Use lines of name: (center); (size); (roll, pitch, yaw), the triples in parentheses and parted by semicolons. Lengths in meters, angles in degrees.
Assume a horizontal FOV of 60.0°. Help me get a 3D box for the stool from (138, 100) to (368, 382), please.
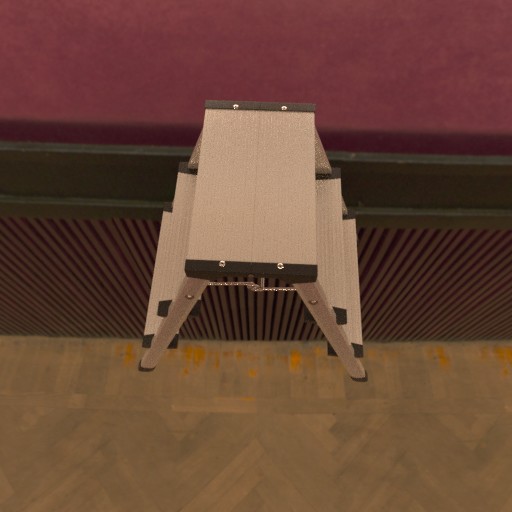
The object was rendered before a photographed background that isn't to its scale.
stool: (0.000, 0.000, 1.018); (0.622, 0.605, 0.437); (2, 65, 1)
